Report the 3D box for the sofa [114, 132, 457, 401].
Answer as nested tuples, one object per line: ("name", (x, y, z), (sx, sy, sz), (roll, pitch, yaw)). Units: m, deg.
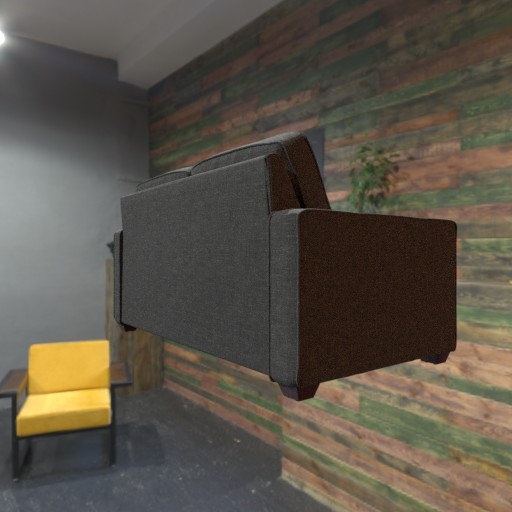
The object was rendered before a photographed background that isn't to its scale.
("sofa", (0.000, 0.000, 2.307), (0.947, 0.918, 1.709), (0, 1, -36))
